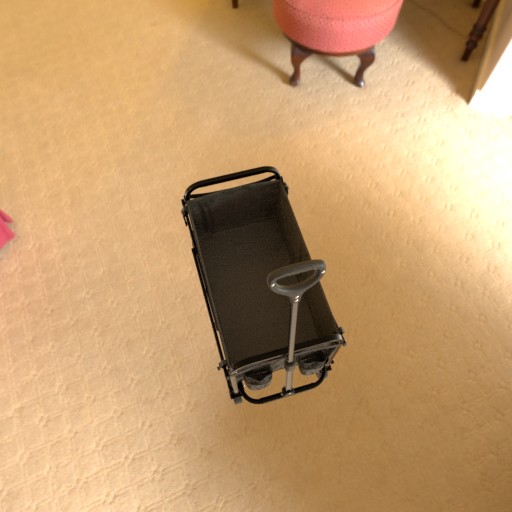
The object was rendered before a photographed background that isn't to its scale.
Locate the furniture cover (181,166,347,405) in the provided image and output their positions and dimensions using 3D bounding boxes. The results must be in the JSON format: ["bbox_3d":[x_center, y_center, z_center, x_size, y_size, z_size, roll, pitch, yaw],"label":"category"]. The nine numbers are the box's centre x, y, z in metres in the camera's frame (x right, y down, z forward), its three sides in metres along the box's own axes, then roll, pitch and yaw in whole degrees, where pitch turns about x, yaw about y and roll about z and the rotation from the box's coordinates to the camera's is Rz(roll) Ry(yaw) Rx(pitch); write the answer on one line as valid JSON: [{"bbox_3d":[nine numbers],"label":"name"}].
[{"bbox_3d":[0.000,0.000,1.824,0.532,1.295,1.038,-14,64,-7],"label":"furniture cover"}]
